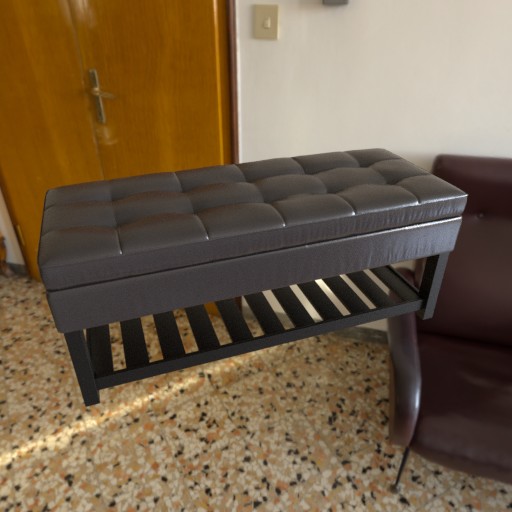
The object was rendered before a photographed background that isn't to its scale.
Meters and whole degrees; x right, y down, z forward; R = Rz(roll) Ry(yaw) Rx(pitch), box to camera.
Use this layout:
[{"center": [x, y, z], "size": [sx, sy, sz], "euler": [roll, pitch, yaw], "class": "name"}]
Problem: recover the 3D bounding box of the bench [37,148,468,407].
[{"center": [0.000, 0.000, 1.334], "size": [1.105, 0.460, 0.432], "euler": [-11, 33, -16], "class": "bench"}]
